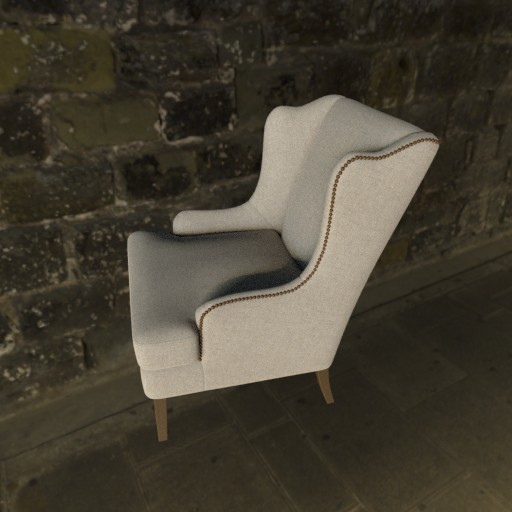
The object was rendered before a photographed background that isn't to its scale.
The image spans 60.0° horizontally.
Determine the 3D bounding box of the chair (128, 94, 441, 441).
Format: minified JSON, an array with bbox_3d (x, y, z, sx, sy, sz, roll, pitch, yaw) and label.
[{"bbox_3d":[0.000,0.000,1.665,0.940,1.029,0.737,-8,31,-13],"label":"chair"}]
